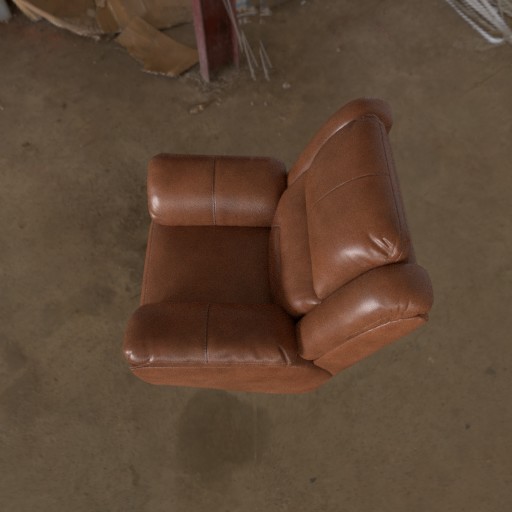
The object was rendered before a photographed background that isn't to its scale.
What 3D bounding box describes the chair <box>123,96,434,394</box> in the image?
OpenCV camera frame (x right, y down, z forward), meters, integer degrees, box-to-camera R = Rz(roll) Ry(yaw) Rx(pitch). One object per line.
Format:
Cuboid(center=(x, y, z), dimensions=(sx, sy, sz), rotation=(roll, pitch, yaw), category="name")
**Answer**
Cuboid(center=(0.000, 0.000, 1.884), dimensions=(1.041, 1.093, 0.990), rotation=(-1, 60, 0), category="chair")
